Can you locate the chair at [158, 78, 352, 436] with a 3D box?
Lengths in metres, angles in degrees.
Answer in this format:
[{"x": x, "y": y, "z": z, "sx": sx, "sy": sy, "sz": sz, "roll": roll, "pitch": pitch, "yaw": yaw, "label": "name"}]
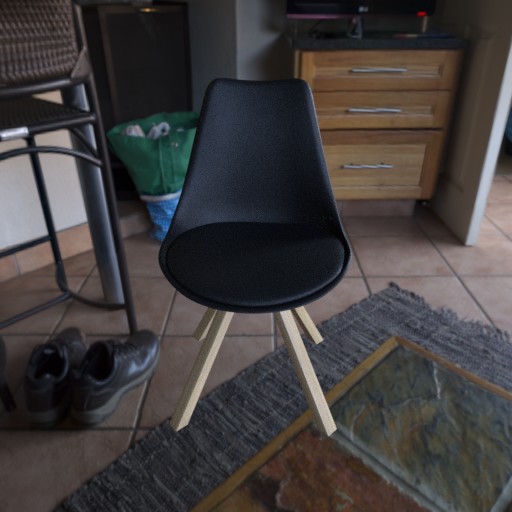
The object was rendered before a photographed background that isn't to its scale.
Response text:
[{"x": 0.000, "y": 0.000, "z": 1.213, "sx": 0.485, "sy": 0.850, "sz": 0.549, "roll": 1, "pitch": 29, "yaw": 2, "label": "chair"}]
